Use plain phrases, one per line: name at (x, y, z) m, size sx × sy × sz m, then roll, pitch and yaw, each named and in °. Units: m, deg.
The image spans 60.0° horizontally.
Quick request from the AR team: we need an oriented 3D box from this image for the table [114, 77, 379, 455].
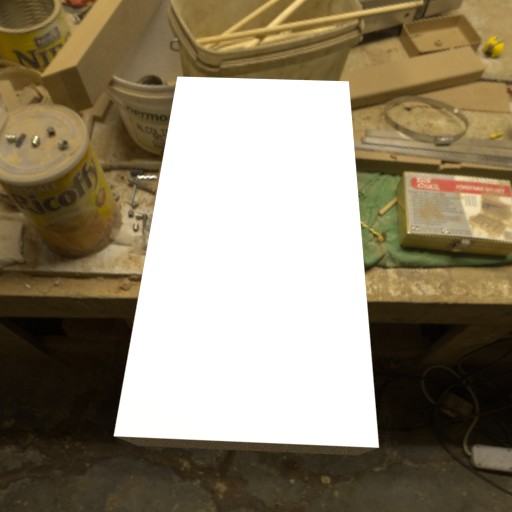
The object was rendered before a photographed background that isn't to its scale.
table at (0.000, 0.000, 1.485) m, size 0.609 × 0.432 × 1.194 m, roll 2°, pitch 62°, yaw 1°
